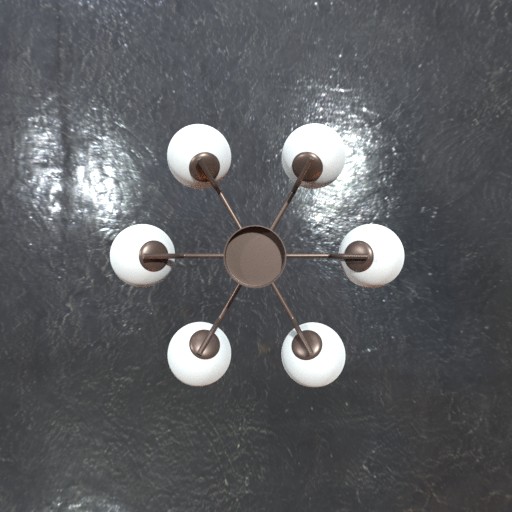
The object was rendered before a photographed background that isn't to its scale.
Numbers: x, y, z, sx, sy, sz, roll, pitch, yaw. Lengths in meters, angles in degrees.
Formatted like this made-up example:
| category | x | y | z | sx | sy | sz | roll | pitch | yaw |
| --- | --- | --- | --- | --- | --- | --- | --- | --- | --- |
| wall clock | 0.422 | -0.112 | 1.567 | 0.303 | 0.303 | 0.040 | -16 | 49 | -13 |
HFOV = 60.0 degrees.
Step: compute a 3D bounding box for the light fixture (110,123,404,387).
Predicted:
| category | x | y | z | sx | sy | sz | roll | pitch | yaw |
| --- | --- | --- | --- | --- | --- | --- | --- | --- | --- |
| light fixture | 0.000 | 0.000 | 0.981 | 0.662 | 0.201 | 0.662 | 0 | 91 | 1 |
